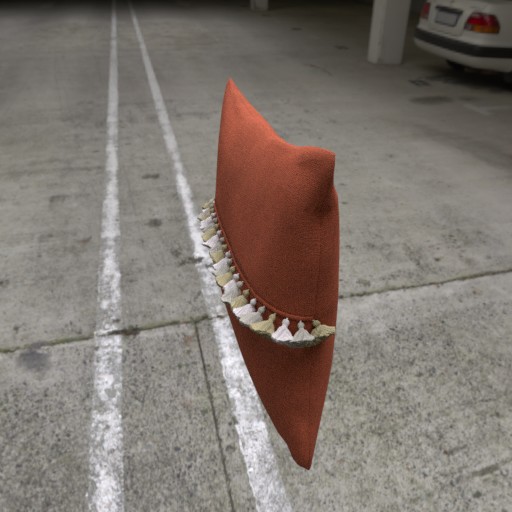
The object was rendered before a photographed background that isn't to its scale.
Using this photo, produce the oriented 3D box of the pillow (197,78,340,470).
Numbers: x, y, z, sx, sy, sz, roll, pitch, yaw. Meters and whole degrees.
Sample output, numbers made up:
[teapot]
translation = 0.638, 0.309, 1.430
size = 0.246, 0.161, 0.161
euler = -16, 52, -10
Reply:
[pillow]
translation = 0.000, 0.000, 0.732
size = 0.165, 0.482, 0.490
euler = -8, 32, -13
